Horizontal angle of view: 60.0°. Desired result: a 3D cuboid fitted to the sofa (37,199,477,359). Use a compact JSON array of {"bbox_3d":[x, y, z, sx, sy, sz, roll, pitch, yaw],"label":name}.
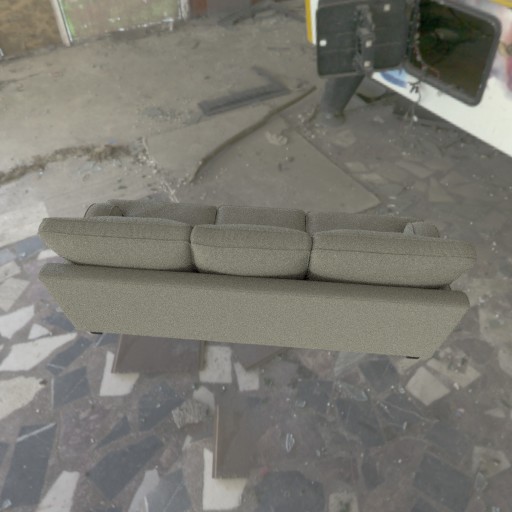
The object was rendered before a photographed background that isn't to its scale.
[{"bbox_3d":[0.000,0.000,2.854,2.323,0.997,1.016,4,47,4],"label":"sofa"}]
